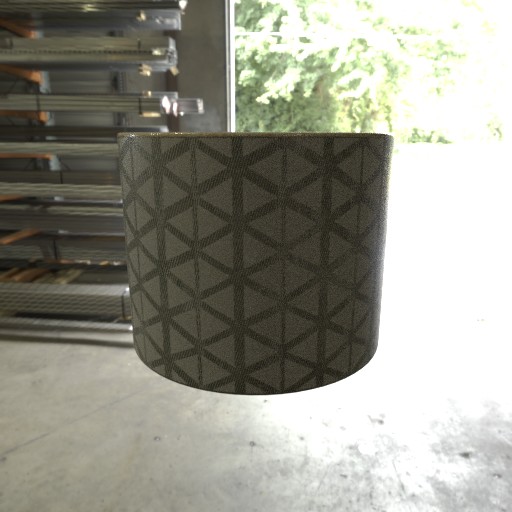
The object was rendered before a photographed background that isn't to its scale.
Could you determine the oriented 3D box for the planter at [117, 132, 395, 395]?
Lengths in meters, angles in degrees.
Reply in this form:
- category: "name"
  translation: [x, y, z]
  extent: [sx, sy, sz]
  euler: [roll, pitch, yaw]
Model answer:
- category: "planter"
  translation: [0.000, 0.000, 0.340]
  extent: [0.190, 0.181, 0.190]
  euler: [0, 15, 0]
